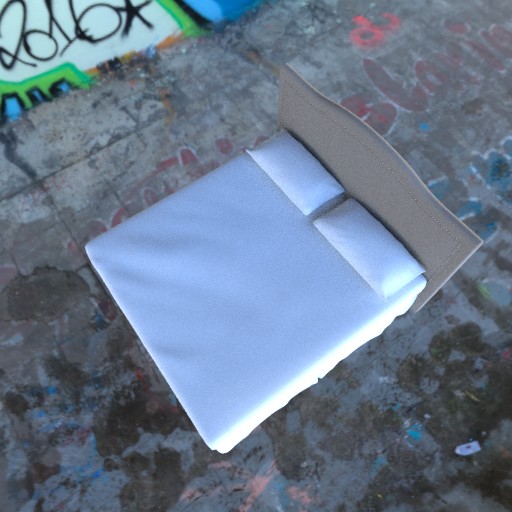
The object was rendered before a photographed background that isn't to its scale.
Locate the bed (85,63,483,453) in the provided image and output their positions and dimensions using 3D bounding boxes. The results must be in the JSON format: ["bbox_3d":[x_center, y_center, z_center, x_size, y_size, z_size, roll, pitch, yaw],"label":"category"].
[{"bbox_3d":[0.000,0.000,3.500,2.182,1.421,2.083,-33,68,-16],"label":"bed"}]
